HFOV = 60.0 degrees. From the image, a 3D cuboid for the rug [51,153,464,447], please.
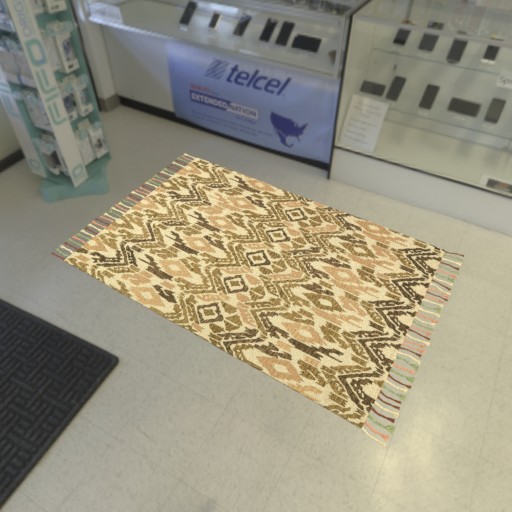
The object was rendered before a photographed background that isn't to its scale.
[{"bbox_3d":[0.000,0.000,3.030,2.438,0.008,1.524,24,50,22],"label":"rug"}]
